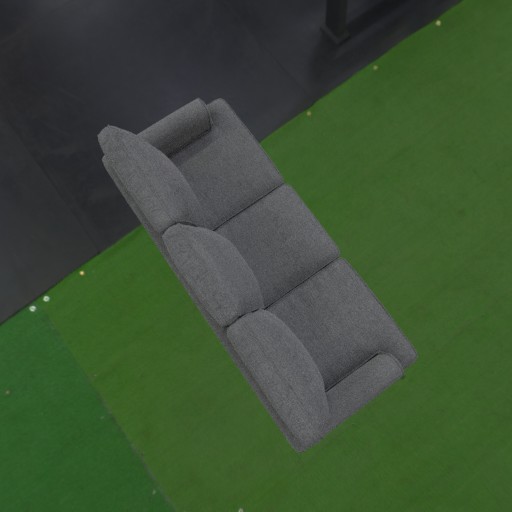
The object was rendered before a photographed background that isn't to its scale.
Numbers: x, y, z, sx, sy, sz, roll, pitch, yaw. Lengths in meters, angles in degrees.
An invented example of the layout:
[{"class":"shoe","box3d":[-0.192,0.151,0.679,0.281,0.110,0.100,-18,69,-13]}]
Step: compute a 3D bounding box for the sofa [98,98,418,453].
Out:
[{"class":"sofa","box3d":[0.000,0.000,2.772,0.951,0.965,2.158,-34,79,-8]}]
